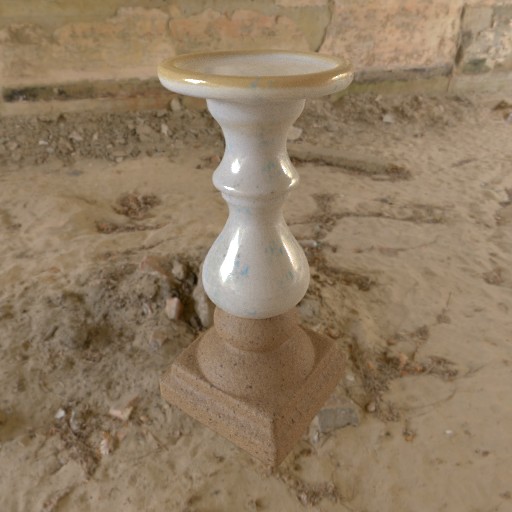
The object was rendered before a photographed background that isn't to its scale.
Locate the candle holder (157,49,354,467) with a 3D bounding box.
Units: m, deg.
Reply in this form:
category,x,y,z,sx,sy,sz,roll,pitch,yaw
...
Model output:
category,x,y,z,sx,sy,sz,roll,pitch,yaw
candle holder,0.000,0.000,0.293,0.110,0.239,0.110,20,37,29
